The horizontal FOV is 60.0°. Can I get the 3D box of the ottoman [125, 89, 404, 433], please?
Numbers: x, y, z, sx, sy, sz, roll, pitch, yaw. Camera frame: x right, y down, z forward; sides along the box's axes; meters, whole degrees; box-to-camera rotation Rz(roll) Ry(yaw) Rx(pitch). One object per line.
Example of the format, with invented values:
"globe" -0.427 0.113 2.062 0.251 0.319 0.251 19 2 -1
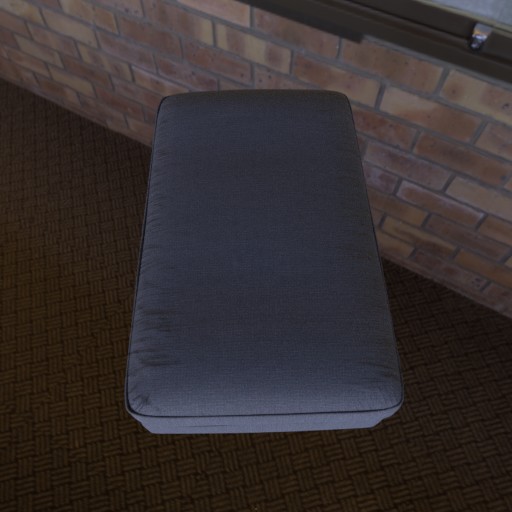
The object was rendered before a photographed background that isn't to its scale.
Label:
"ottoman" 0.000 0.000 1.188 0.570 0.438 0.885 -1 60 -1
